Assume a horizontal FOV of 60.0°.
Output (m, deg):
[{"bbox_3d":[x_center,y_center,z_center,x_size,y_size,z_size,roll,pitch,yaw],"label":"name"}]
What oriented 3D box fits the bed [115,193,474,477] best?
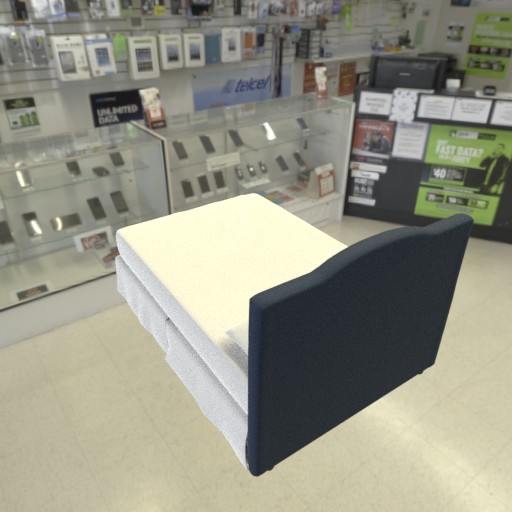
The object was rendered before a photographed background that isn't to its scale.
[{"bbox_3d":[0.000,0.000,3.632,1.741,1.441,2.507,-19,36,-29],"label":"bed"}]
